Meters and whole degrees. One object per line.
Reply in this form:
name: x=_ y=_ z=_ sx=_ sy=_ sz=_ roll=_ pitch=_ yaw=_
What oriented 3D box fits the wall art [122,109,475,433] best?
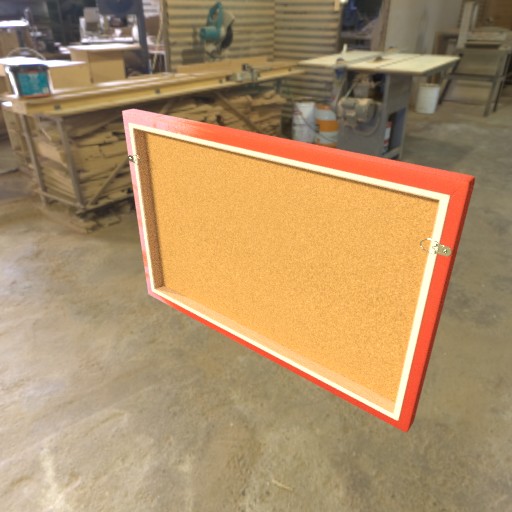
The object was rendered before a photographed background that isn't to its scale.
wall art: x=0.000 y=0.000 z=1.127 sx=0.913 sy=0.609 sz=0.040 roll=21 pitch=36 yaw=33
